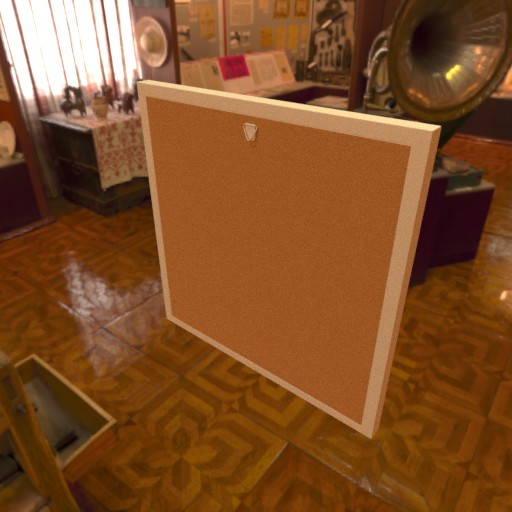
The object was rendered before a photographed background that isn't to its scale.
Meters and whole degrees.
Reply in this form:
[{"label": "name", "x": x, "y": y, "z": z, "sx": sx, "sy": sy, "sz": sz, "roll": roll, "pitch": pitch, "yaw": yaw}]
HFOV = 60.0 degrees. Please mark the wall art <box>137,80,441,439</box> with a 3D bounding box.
[{"label": "wall art", "x": 0.000, "y": 0.000, "z": 1.125, "sx": 0.761, "sy": 0.762, "sz": 0.050, "roll": 22, "pitch": 37, "yaw": 33}]
